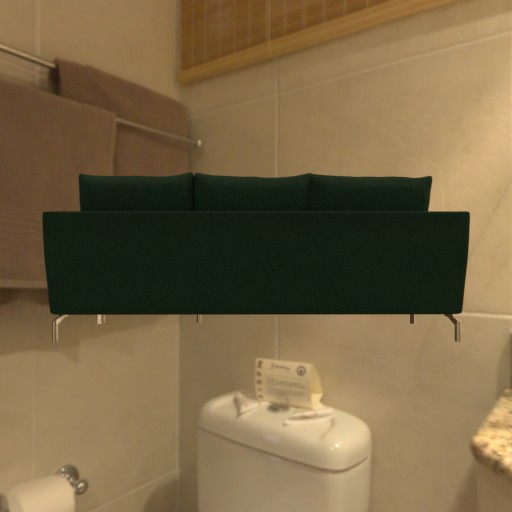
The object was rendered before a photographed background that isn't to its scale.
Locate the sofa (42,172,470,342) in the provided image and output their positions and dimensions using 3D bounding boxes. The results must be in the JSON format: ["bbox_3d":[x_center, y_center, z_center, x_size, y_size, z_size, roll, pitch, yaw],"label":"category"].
[{"bbox_3d":[0.000,0.000,3.242,2.441,1.007,1.489,0,-1,0],"label":"sofa"}]
